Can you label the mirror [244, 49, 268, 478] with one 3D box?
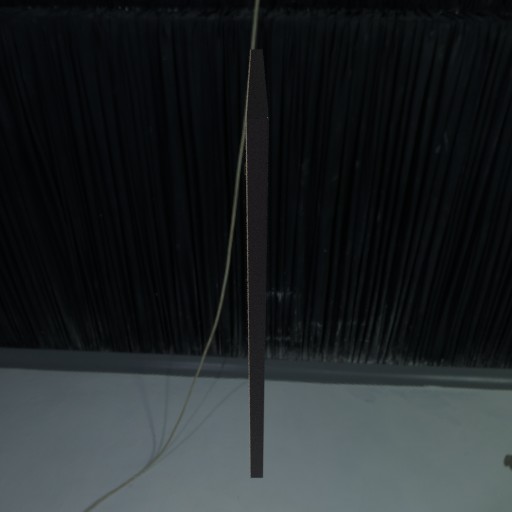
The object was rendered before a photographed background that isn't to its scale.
[{"bbox_3d":[0.000,0.000,1.311,0.041,1.016,0.762,0,33,0],"label":"mirror"}]
